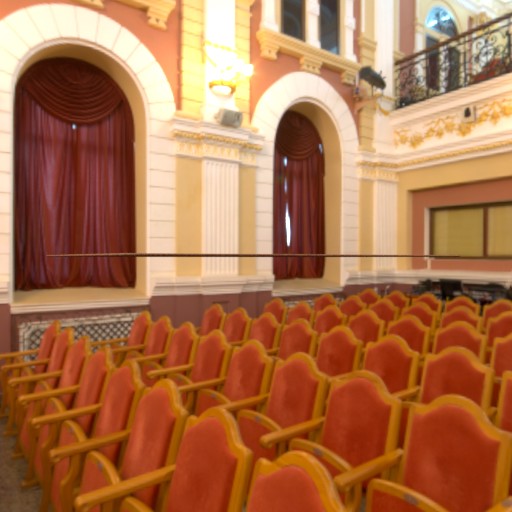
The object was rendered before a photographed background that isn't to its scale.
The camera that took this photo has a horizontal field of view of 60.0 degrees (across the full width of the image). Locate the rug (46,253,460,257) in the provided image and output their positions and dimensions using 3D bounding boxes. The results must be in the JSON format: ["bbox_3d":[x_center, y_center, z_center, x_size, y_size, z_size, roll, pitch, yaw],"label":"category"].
[{"bbox_3d":[0.000,0.000,2.931,2.286,0.011,1.524,0,0,-35],"label":"rug"}]
